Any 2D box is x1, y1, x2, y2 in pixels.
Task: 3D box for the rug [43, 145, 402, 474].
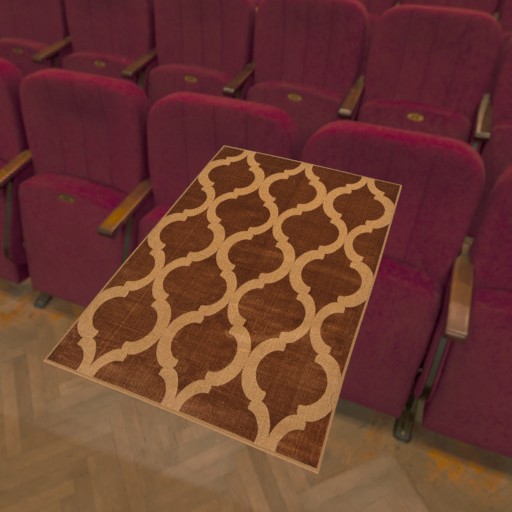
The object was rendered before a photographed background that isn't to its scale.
[{"bbox_3d":[0.000,0.000,2.893,1.526,0.014,2.290,16,48,15],"label":"rug"}]
